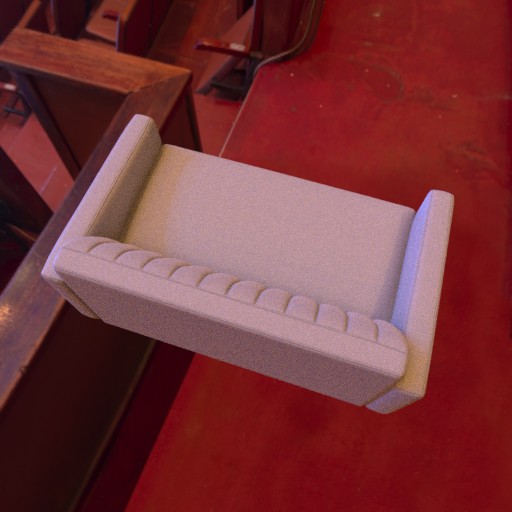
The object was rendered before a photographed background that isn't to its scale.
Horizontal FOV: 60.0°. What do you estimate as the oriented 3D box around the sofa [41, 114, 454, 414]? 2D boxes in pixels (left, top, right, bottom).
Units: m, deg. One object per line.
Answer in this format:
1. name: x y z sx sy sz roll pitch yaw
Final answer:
1. sofa: 0.000 0.000 2.113 1.585 0.801 0.950 16 65 8
